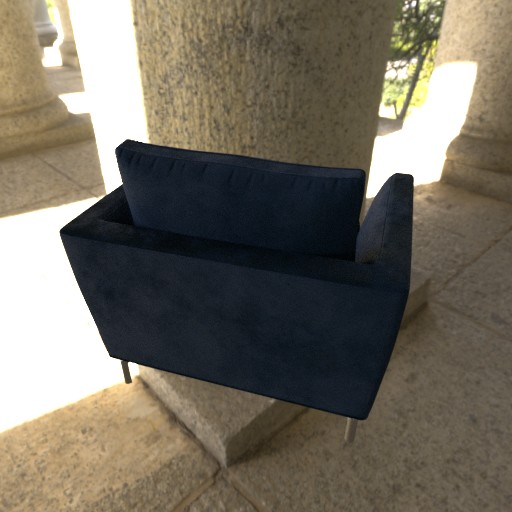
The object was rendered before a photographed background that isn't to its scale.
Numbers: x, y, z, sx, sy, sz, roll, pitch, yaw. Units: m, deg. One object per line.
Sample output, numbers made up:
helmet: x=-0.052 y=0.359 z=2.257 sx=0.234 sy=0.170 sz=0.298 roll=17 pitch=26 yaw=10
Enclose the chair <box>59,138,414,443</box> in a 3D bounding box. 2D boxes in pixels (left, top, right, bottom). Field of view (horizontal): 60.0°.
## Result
chair: x=0.000 y=0.000 z=1.551 sx=0.977 sy=0.893 sz=0.746 roll=10 pitch=34 yaw=15
